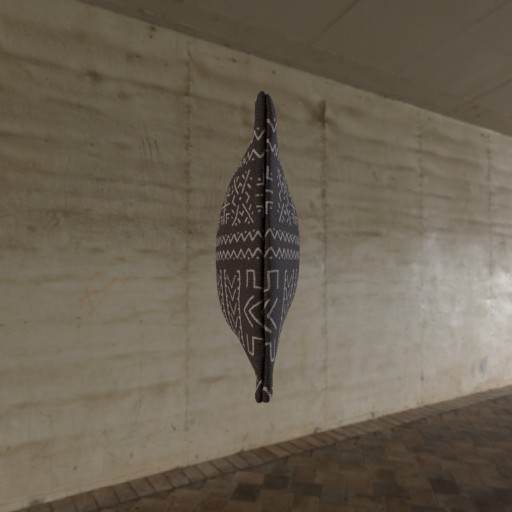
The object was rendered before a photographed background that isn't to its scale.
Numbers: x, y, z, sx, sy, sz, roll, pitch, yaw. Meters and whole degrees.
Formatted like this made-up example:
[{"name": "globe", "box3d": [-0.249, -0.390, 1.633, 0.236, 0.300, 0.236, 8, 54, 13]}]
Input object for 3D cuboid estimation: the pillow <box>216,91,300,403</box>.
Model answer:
[{"name": "pillow", "box3d": [0.000, 0.000, 0.776, 0.135, 0.322, 0.667, 0, -2, 0]}]
